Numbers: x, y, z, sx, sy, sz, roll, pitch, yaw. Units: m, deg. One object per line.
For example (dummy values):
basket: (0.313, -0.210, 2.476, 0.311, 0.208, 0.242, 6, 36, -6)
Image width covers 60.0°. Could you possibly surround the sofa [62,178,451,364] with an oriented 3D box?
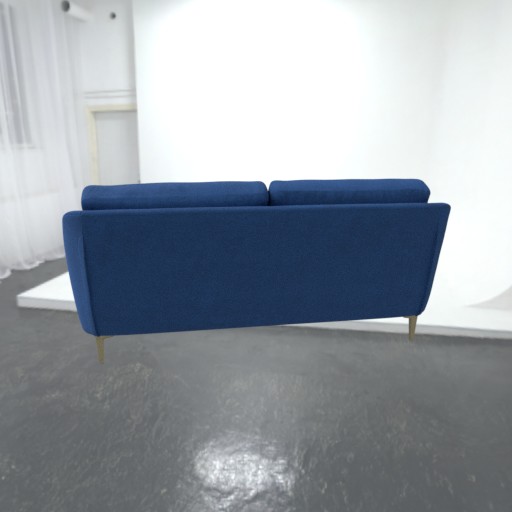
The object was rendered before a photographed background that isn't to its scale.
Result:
sofa: (0.000, 0.000, 2.559, 2.036, 0.903, 0.960, -2, 14, -9)
